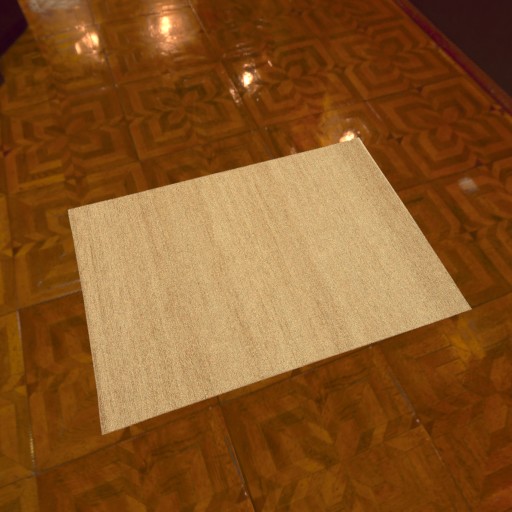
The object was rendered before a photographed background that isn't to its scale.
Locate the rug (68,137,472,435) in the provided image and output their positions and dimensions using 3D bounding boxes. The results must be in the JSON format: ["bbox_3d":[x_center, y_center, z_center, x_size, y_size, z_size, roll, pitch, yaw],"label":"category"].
[{"bbox_3d":[0.000,0.000,2.936,2.283,0.030,1.596,-16,59,-10],"label":"rug"}]
